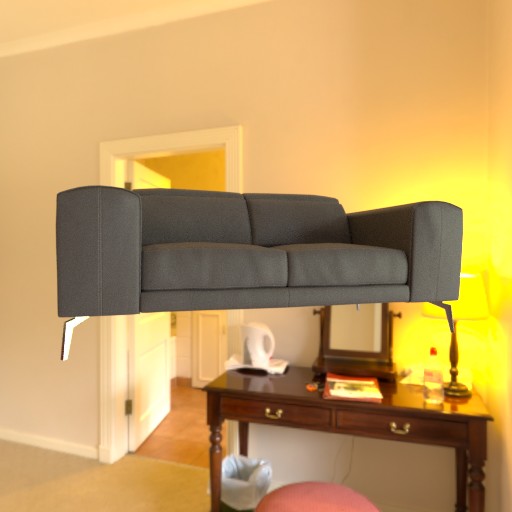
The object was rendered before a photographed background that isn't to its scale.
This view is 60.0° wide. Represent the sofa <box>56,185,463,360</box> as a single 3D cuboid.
[{"bbox_3d":[0.000,0.000,2.378,1.895,0.779,1.003,0,0,-18],"label":"sofa"}]
